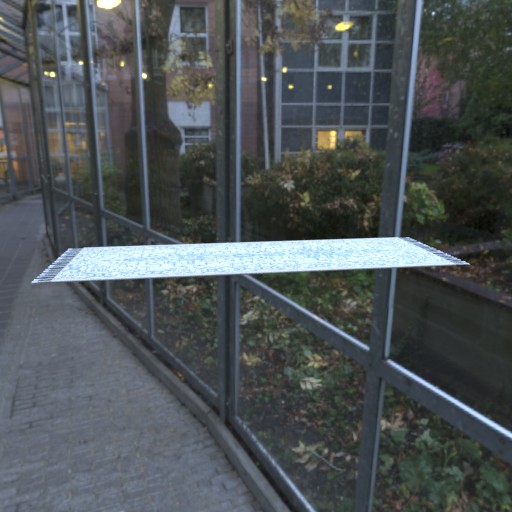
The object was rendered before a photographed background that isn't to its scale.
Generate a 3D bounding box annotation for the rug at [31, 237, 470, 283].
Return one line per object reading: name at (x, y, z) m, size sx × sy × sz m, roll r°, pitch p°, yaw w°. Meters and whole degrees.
rug at (0.000, 0.000, 2.804) m, size 2.449 × 0.011 × 0.774 m, roll -2°, pitch 15°, yaw -8°
